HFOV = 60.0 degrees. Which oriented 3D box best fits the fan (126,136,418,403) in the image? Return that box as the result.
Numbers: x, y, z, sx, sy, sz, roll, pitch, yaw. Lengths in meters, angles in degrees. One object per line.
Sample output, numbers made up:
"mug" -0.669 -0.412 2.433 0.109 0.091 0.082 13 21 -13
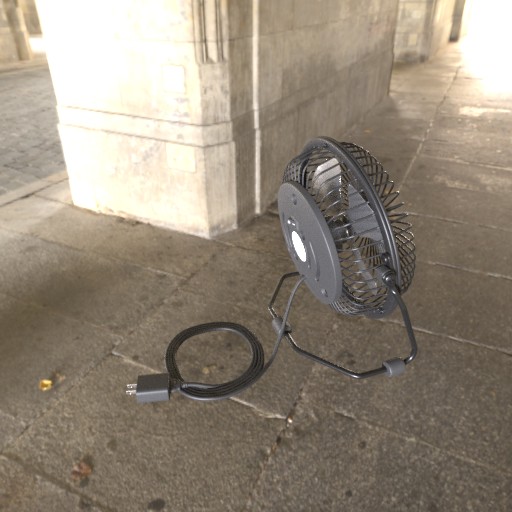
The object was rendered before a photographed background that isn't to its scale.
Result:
"fan" 0.000 0.000 0.308 0.202 0.152 0.153 -11 33 -17
